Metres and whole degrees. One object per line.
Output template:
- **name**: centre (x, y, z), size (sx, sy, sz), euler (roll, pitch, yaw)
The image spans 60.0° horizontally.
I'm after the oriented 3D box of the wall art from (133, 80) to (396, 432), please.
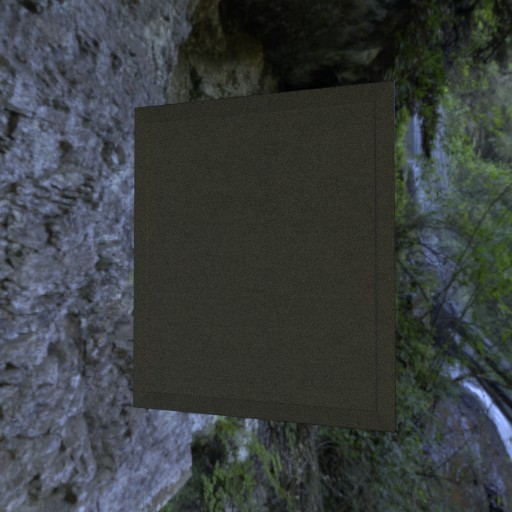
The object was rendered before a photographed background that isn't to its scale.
- **wall art**: centre (0.000, 0.000, 0.636), size (0.381, 0.457, 0.023), euler (0, -1, 16)
